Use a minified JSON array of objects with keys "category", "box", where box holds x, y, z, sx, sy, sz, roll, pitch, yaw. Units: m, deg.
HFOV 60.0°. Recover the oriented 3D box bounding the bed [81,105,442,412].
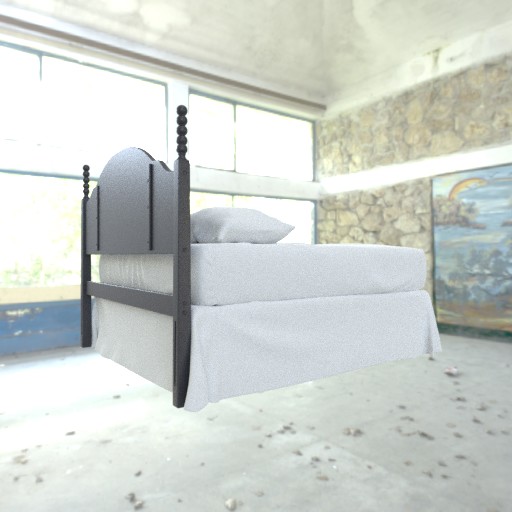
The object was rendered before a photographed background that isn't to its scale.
[{"category":"bed","box":[0.000,0.000,3.219,2.040,1.356,1.873,0,0,-36]}]
